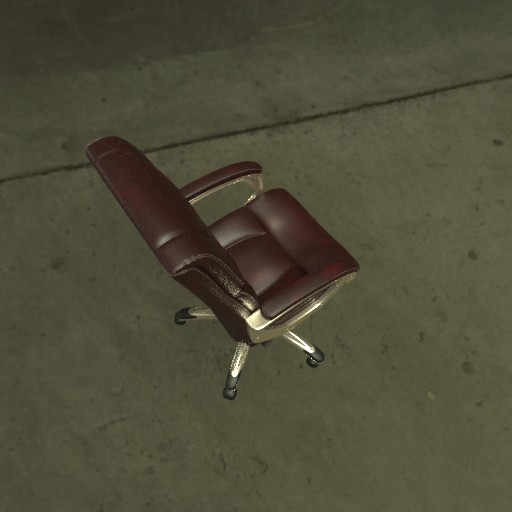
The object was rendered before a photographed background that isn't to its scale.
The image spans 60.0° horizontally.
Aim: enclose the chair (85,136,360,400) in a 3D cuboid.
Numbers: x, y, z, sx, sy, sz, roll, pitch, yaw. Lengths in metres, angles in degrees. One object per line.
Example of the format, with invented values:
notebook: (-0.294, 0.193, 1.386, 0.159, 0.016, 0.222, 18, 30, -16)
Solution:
chair: (0.000, 0.000, 1.552, 0.739, 1.107, 0.662, -31, 62, -18)
